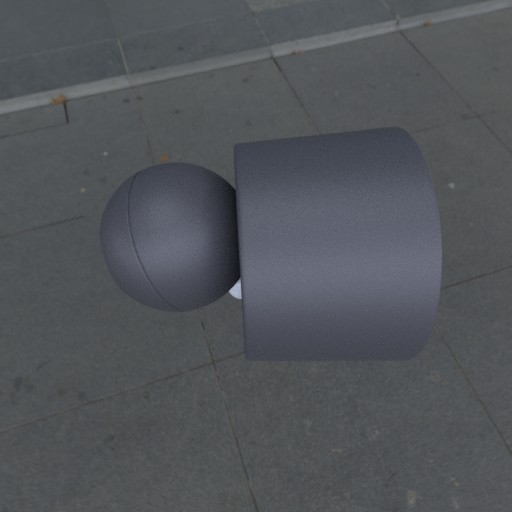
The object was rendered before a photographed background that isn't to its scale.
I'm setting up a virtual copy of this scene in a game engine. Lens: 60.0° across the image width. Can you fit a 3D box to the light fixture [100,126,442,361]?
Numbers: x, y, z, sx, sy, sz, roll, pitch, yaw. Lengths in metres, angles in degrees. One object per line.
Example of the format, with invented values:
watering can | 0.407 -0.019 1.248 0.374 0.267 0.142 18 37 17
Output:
light fixture | 0.000 0.000 0.263 0.160 0.143 0.134 -3 58 -2
